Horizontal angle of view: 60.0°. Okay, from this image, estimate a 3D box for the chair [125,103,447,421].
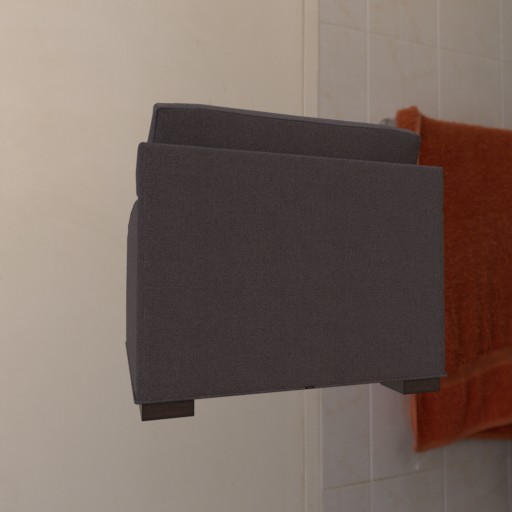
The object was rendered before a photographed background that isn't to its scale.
[{"bbox_3d":[0.000,0.000,1.811,0.997,0.913,1.043,1,-2,-18],"label":"chair"}]
